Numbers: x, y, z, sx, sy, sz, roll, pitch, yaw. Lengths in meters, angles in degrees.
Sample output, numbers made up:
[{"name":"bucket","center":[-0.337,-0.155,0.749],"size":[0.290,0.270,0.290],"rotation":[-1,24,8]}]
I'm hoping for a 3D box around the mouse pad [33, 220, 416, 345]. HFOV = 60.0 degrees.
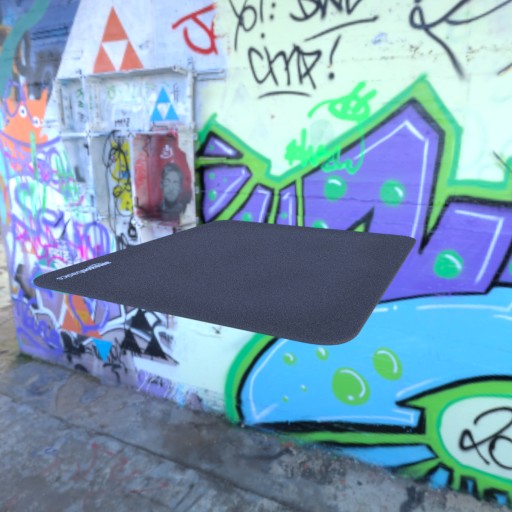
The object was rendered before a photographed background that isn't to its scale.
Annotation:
[{"name":"mouse pad","center":[0.000,0.000,0.344],"size":[0.211,0.002,0.249],"rotation":[7,17,25]}]
